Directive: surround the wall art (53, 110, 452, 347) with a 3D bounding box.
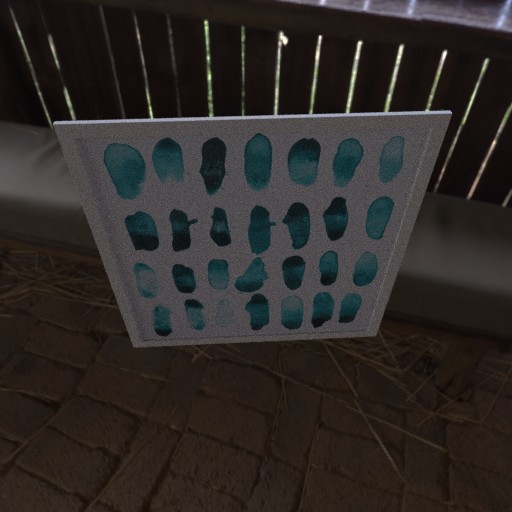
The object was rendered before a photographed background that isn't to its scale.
[{"bbox_3d":[0.000,0.000,0.823,0.558,0.559,0.009,-2,46,-2],"label":"wall art"}]
